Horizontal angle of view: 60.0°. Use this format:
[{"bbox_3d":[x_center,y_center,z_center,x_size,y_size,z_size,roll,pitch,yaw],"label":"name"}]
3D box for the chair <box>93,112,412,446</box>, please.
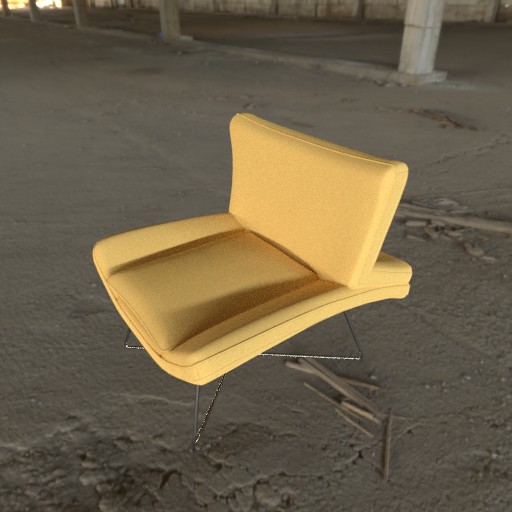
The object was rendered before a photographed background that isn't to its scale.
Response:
[{"bbox_3d":[0.000,0.000,1.677,1.008,0.855,0.859,-20,36,-30],"label":"chair"}]
